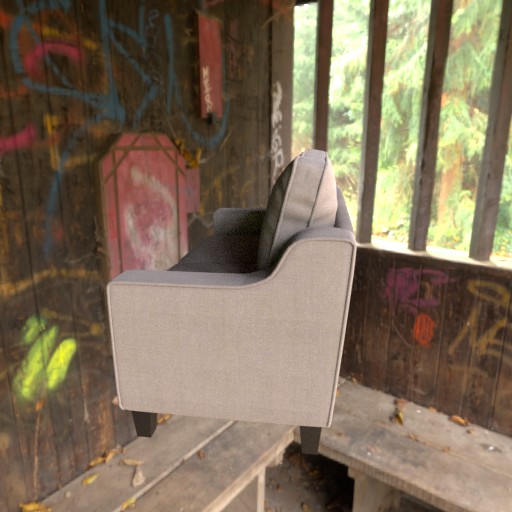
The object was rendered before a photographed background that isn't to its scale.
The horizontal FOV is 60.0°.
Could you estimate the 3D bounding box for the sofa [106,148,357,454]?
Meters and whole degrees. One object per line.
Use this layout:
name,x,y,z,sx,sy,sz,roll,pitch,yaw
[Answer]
sofa,0.000,0.000,2.047,0.791,0.948,1.500,2,15,8
